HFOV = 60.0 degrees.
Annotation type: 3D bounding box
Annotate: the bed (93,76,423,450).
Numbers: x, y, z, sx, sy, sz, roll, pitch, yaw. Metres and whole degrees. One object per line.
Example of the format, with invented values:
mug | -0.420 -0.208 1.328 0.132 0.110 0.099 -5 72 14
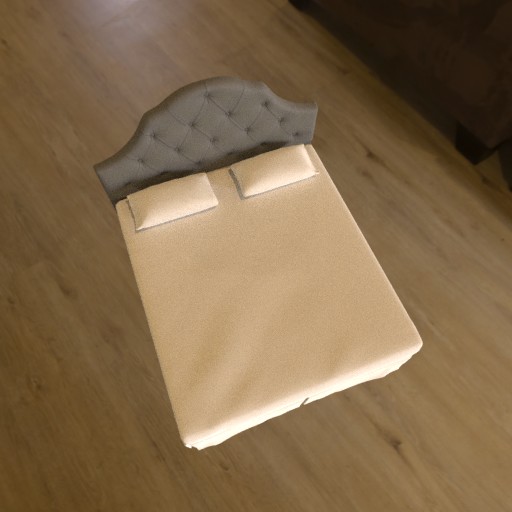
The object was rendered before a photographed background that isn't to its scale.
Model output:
bed | 0.000 0.000 3.469 2.008 1.615 2.214 -19 64 -9
